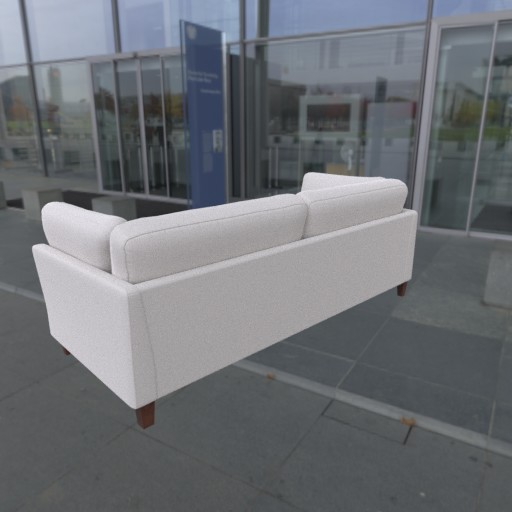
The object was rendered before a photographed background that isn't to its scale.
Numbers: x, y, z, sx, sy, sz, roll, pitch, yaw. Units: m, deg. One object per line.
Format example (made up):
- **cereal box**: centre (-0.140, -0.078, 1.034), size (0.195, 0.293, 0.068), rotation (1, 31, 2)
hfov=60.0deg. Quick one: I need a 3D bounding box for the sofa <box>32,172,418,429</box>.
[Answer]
- **sofa**: centre (0.000, 0.000, 2.748), size (2.301, 0.863, 0.957), rotation (-15, 23, -41)
